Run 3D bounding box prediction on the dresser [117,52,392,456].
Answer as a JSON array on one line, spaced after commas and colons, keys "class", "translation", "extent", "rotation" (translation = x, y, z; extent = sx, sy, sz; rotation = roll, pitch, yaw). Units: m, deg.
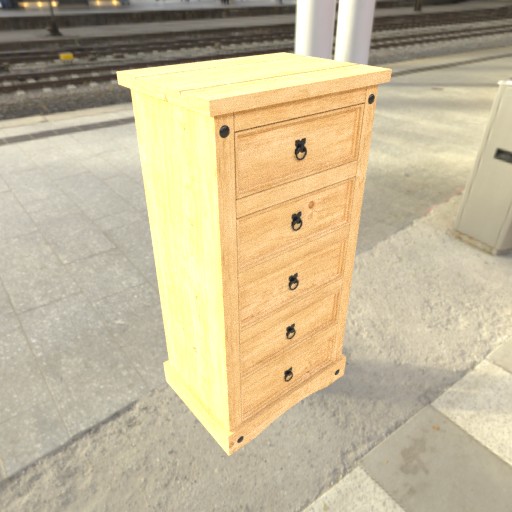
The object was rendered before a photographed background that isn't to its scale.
[{"class": "dresser", "translation": [0.000, 0.000, 1.332], "extent": [0.531, 1.041, 0.390], "rotation": [-23, 38, -32]}]
